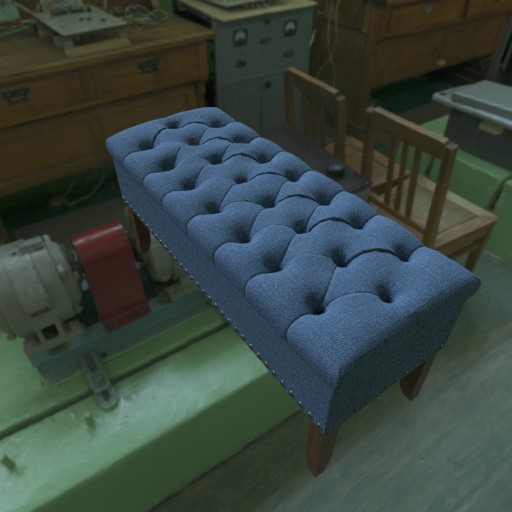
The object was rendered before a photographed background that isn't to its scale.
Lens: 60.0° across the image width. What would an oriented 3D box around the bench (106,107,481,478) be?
[{"bbox_3d":[0.000,0.000,1.284,0.417,0.492,1.052,-25,48,-26],"label":"bench"}]
